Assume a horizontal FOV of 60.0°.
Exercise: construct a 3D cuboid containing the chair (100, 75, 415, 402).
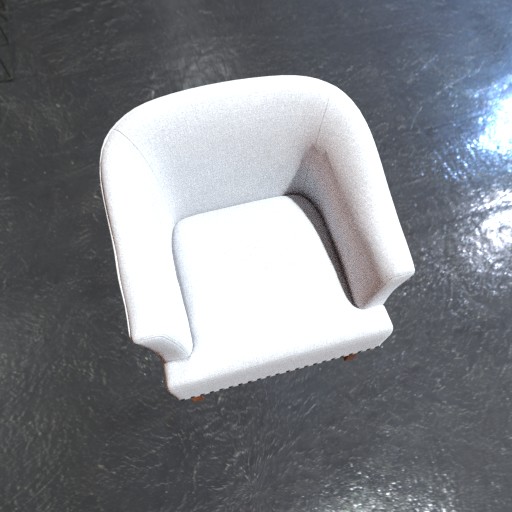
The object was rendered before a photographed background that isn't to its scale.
[{"bbox_3d":[0.000,0.000,1.440,0.798,0.815,0.704,-13,63,-7],"label":"chair"}]
